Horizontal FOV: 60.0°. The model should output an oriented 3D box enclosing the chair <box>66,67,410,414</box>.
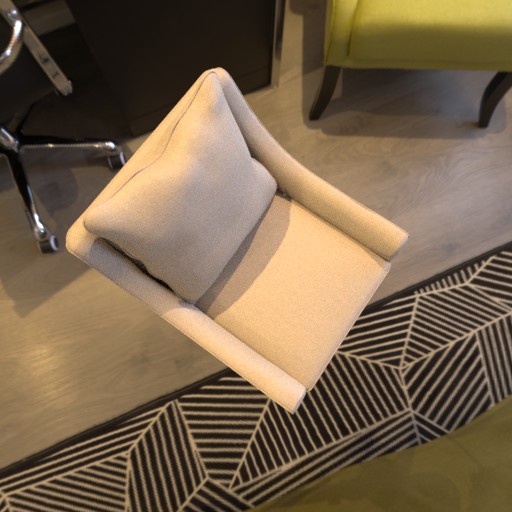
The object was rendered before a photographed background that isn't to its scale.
[{"bbox_3d":[0.000,0.000,1.628,0.876,0.942,0.760,35,78,8],"label":"chair"}]
